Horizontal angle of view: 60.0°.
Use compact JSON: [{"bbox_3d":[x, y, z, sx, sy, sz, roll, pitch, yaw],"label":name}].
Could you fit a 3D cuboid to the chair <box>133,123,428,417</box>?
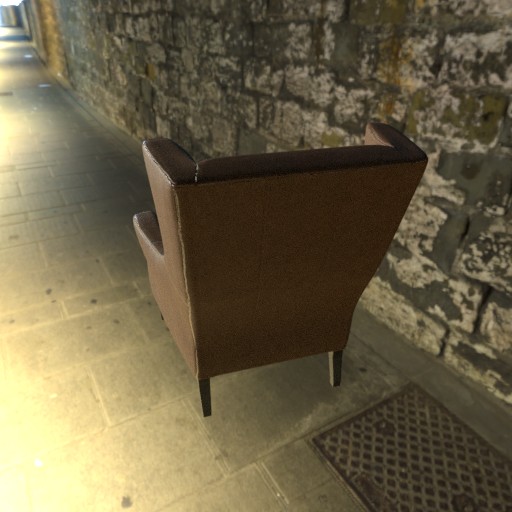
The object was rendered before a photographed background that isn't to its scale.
[{"bbox_3d":[0.000,0.000,1.675,0.852,1.016,0.925,-8,30,-15],"label":"chair"}]
